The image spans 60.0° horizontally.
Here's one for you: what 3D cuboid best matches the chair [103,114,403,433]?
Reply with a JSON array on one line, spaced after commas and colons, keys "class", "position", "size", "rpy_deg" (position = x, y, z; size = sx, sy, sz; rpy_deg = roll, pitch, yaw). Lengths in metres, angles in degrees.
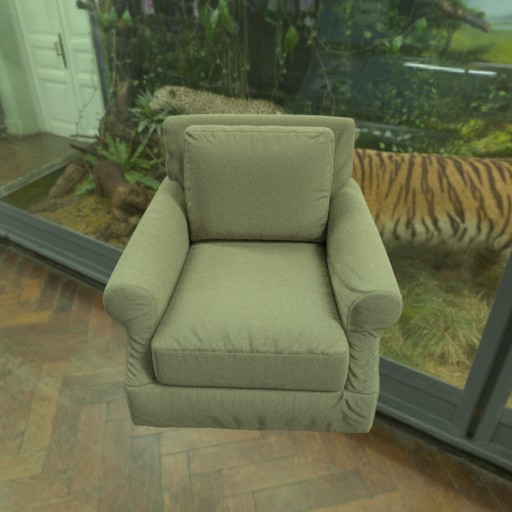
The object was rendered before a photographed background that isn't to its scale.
[{"class": "chair", "position": [0.000, 0.000, 1.727], "size": [0.940, 0.866, 1.066], "rpy_deg": [1, 31, 2]}]
